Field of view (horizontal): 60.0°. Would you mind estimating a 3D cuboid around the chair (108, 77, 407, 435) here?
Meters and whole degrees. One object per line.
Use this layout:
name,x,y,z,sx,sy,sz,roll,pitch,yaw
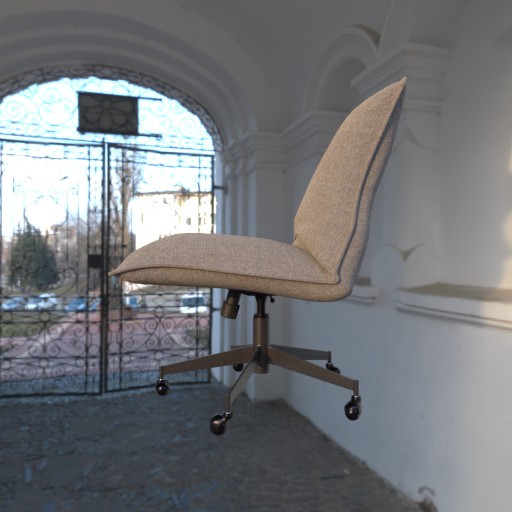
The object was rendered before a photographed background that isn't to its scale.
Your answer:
chair,0.000,0.000,1.279,0.696,0.811,0.597,0,0,-1
